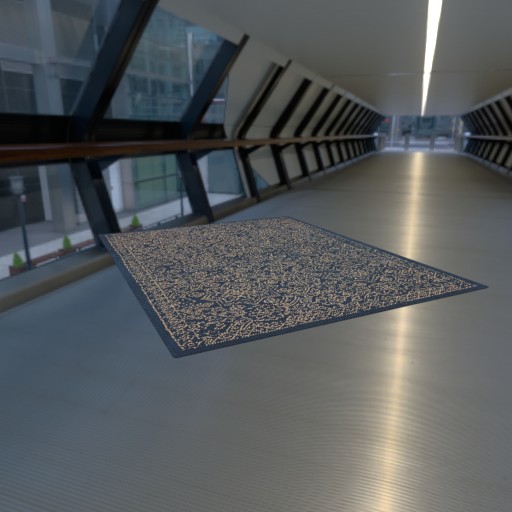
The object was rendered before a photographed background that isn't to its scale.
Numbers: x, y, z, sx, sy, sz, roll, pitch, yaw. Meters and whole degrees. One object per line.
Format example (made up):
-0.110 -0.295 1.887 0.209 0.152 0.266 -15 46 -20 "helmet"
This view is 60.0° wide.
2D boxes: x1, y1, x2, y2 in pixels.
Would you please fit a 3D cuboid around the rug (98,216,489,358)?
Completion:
0.000 0.000 4.140 2.438 0.010 3.048 -8 18 -25 "rug"
